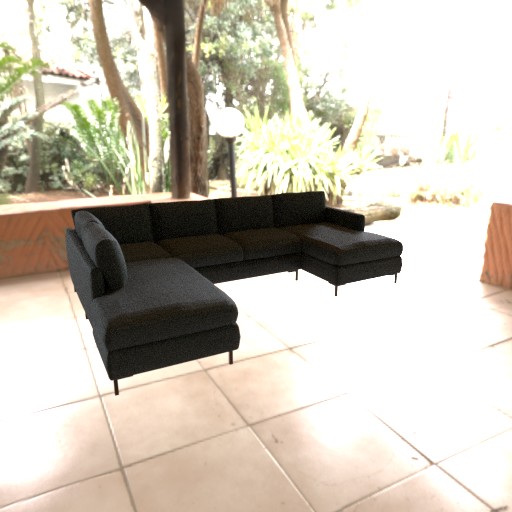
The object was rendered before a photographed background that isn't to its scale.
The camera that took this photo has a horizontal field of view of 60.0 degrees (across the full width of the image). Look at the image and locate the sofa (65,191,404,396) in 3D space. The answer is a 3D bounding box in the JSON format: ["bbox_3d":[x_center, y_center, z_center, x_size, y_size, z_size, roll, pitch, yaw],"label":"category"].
[{"bbox_3d":[0.000,0.000,3.628,2.737,0.753,1.879,-8,18,-27],"label":"sofa"}]
